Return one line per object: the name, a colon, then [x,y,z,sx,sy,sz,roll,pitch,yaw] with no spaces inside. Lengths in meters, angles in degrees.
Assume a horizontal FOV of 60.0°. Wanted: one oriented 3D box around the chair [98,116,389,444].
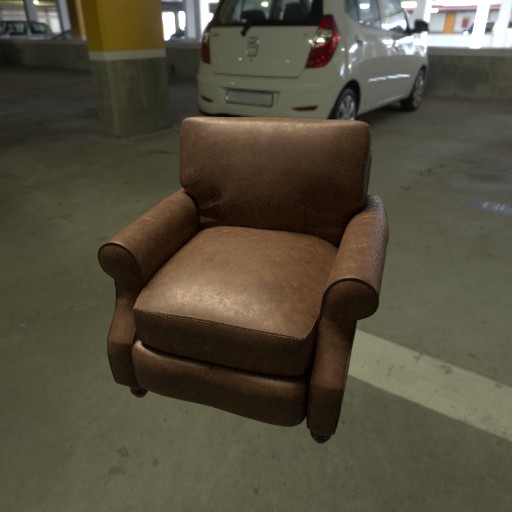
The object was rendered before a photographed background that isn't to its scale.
chair: [0.000,0.000,1.777,0.996,0.976,1.002,8,28,15]
